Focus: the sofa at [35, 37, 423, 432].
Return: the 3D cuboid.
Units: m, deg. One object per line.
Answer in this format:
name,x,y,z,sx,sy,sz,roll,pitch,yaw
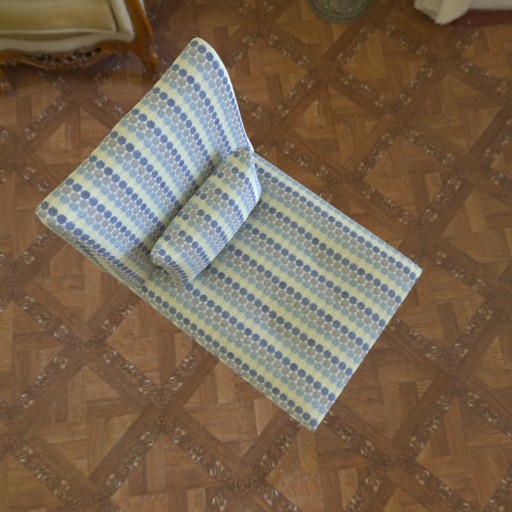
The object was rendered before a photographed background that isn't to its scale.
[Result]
sofa,0.000,0.000,1.502,1.000,0.820,0.700,36,79,9
